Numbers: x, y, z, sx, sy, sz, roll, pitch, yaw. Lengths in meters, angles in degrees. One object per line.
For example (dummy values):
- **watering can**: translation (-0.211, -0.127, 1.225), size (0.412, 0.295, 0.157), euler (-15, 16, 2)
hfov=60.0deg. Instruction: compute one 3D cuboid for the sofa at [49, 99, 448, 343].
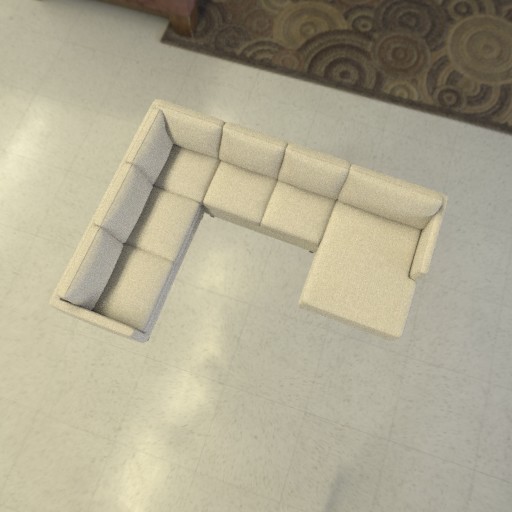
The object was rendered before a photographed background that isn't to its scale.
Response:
- **sofa**: translation (0.000, 0.000, 4.698), size (3.403, 0.889, 2.551), euler (20, 75, 6)
